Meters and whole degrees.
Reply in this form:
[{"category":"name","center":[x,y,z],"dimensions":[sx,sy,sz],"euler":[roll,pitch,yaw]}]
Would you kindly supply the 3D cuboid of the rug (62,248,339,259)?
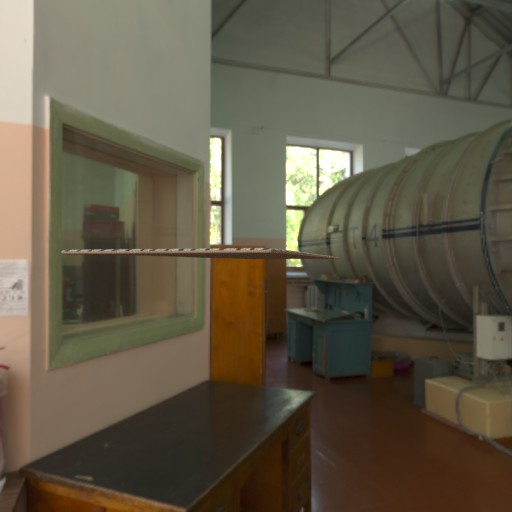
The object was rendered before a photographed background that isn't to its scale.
[{"category":"rug","center":[0.000,0.000,2.641],"dimensions":[0.773,0.020,2.439],"euler":[0,-1,15]}]
